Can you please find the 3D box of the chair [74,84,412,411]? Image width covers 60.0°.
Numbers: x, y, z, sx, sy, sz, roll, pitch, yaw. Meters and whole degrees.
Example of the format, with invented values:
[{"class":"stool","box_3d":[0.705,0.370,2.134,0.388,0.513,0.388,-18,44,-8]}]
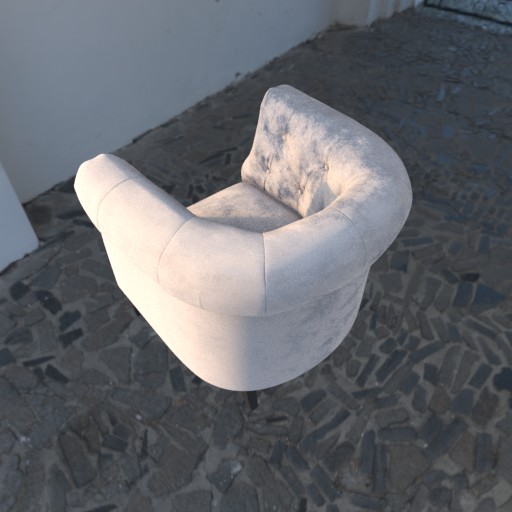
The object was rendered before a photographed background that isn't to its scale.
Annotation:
[{"class":"chair","box_3d":[0.000,0.000,1.566,0.904,0.826,0.851,-31,53,-27]}]
